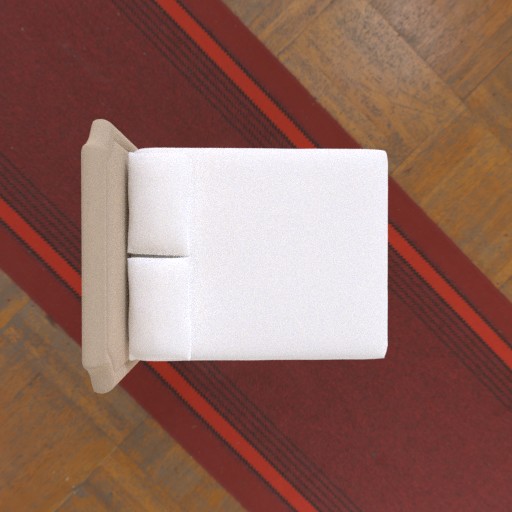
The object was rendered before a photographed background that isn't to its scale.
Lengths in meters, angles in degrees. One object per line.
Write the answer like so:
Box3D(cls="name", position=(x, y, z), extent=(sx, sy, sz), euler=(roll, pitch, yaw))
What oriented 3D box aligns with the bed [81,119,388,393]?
Box3D(cls="bed", position=(0.000, 0.000, 3.391), extent=(2.204, 1.301, 1.828), euler=(0, 91, -2))
